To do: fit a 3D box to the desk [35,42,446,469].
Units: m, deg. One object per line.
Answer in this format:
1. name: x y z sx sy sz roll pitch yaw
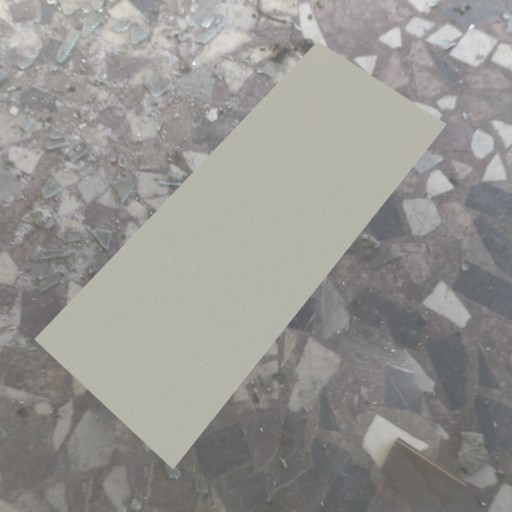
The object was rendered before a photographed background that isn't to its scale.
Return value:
1. desk: 0.000 0.000 1.917 0.603 0.773 1.530 38 77 11
